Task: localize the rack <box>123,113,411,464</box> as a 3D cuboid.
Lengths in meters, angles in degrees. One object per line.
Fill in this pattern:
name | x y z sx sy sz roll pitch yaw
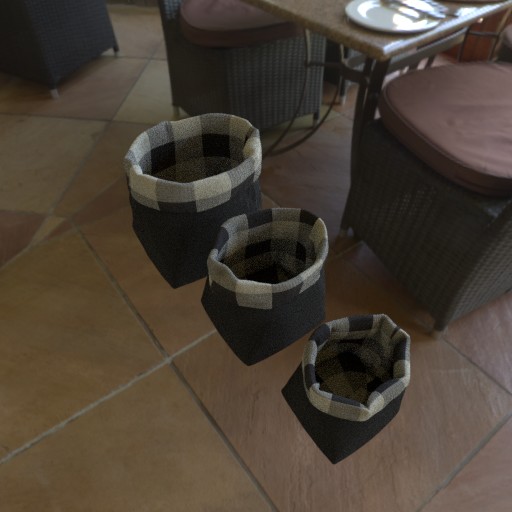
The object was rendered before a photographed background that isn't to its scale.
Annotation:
rack | 0.000 0.000 1.062 0.370 0.329 0.889 -26 52 -23
